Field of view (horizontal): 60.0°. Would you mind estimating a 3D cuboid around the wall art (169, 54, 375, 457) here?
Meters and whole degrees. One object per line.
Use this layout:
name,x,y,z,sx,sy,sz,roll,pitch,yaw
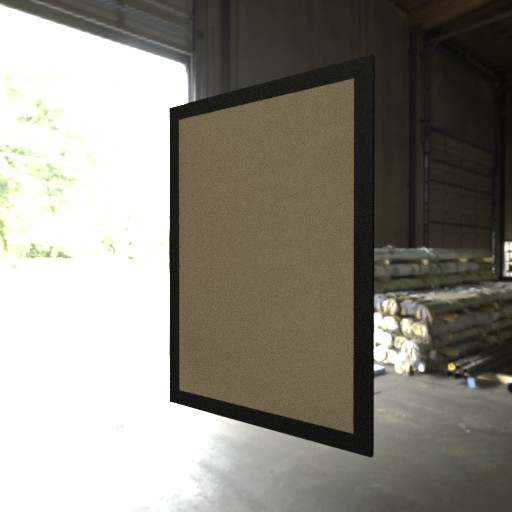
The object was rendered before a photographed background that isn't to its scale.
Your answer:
wall art,0.000,0.000,0.694,0.379,0.530,0.008,0,1,35
